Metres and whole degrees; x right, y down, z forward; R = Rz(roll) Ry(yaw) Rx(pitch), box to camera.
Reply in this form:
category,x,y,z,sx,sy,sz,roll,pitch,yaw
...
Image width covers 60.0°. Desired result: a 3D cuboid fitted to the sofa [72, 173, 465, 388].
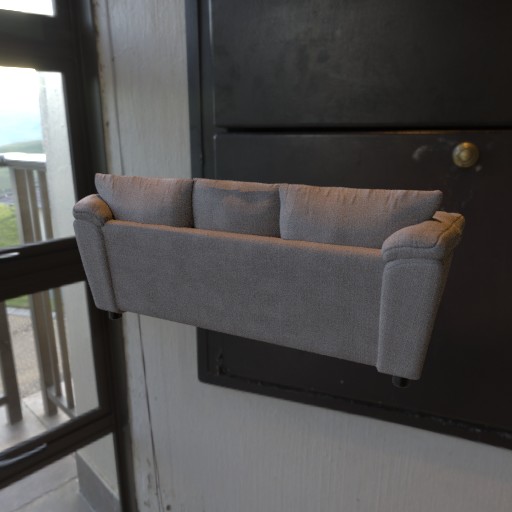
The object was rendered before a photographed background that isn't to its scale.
category,x,y,z,sx,sy,sz,roll,pitch,yaw
sofa,0.000,0.000,2.809,2.334,0.996,0.878,7,17,25
